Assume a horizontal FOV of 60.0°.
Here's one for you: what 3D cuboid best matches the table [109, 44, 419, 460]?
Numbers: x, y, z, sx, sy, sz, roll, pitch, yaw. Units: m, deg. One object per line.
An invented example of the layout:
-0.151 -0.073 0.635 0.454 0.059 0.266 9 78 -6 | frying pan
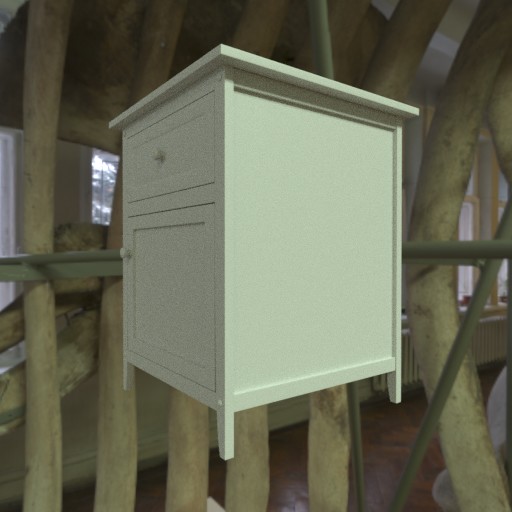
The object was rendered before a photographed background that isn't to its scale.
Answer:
0.000 0.000 0.766 0.381 0.483 0.381 0 1 -37 | table
